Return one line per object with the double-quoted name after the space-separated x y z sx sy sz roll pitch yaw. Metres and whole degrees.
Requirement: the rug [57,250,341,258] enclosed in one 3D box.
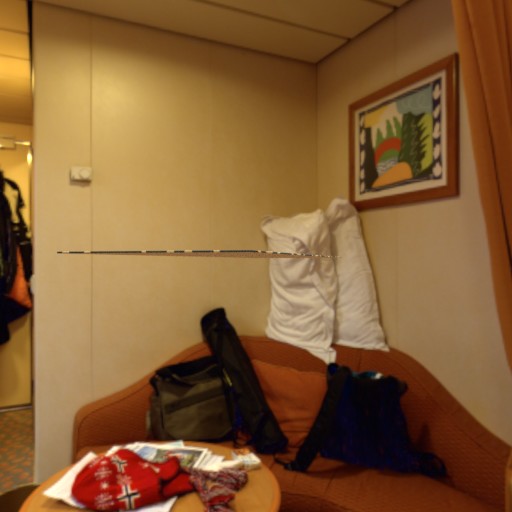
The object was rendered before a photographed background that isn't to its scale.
0.000 0.000 2.485 0.685 0.006 2.296 0 -1 17 "rug"
